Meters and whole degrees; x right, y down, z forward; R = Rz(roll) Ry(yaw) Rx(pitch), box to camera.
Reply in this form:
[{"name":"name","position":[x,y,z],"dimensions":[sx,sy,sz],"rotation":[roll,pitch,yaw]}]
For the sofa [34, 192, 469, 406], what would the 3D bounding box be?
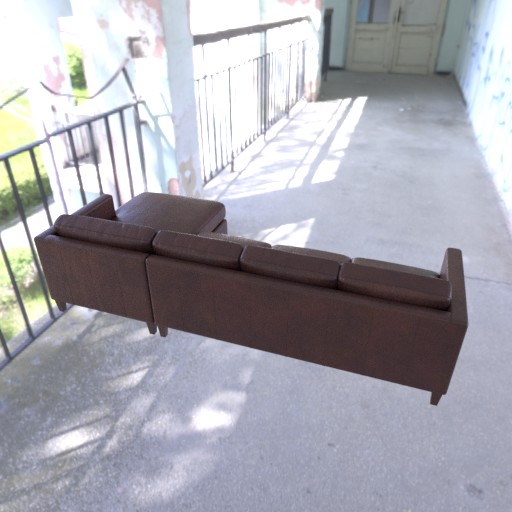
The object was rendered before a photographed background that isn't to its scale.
[{"name":"sofa","position":[0.000,0.000,3.839],"dimensions":[3.203,0.883,1.581],"rotation":[10,33,16]}]
